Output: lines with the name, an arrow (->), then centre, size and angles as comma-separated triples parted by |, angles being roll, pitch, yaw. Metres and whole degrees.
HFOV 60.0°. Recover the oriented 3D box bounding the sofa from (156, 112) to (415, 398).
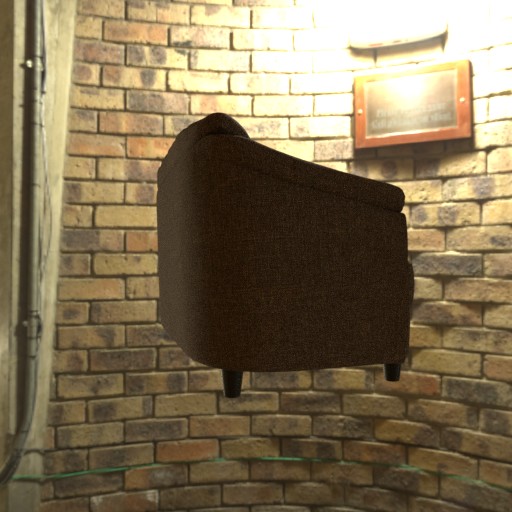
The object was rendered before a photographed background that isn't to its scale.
sofa -> 0.000, 0.000, 1.979 | 0.799, 0.895, 1.404 | 0, -1, -19
